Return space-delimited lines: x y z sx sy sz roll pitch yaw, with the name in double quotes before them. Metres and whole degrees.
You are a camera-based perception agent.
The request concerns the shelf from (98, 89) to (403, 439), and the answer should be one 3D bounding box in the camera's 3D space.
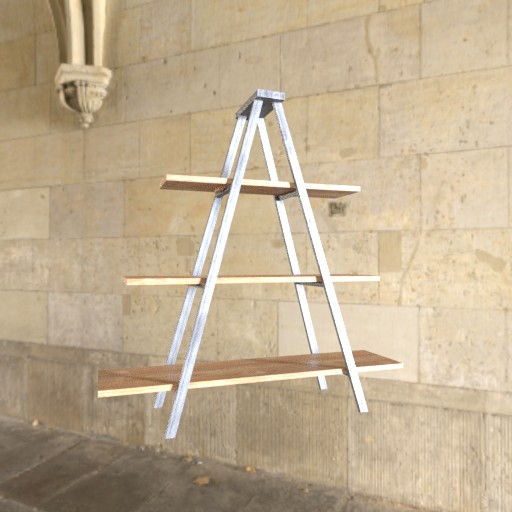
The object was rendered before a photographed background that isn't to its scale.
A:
"shelf" 0.000 0.000 2.606 1.746 1.808 0.508 0 -1 -20
